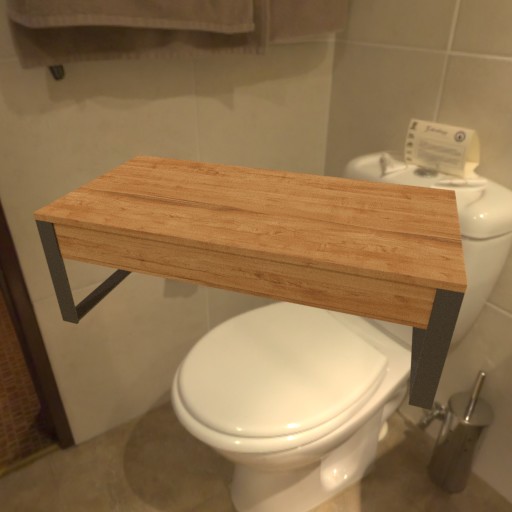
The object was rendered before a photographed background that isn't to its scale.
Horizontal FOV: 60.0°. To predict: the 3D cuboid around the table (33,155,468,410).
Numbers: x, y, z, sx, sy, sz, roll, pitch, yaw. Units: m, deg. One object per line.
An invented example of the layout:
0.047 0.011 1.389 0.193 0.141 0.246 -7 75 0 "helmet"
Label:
0.000 0.000 1.478 1.180 0.400 0.590 10 32 16 "table"
